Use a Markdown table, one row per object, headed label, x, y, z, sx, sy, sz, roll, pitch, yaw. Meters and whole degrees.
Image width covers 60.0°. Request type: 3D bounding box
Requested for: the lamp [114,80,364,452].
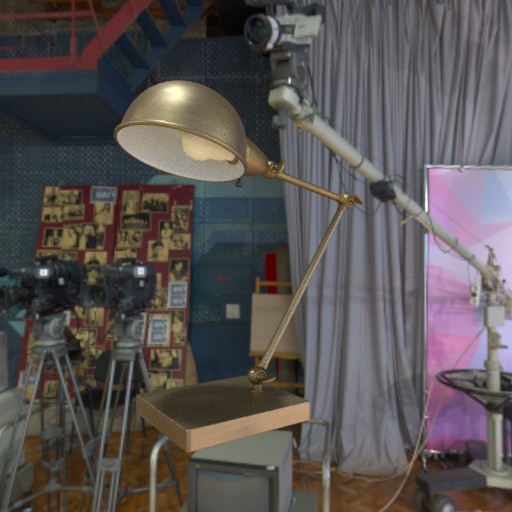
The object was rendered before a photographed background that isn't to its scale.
| label | x | y | z | sx | sy | sz | roll | pitch | yaw |
| --- | --- | --- | --- | --- | --- | --- | --- | --- | --- |
| lamp | 0.000 | 0.000 | 0.540 | 0.339 | 0.371 | 0.149 | 1 | -1 | -35 |
